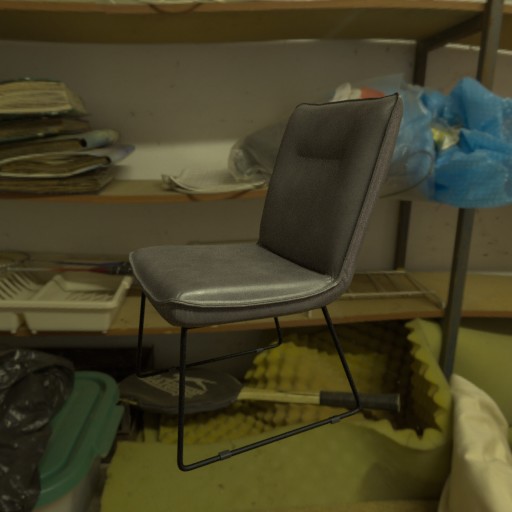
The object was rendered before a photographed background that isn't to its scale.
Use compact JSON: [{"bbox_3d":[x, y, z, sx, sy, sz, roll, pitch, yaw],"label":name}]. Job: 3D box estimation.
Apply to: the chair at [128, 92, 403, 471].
[{"bbox_3d":[0.000,0.000,1.350,0.688,0.932,0.515,-7,17,-25],"label":"chair"}]
